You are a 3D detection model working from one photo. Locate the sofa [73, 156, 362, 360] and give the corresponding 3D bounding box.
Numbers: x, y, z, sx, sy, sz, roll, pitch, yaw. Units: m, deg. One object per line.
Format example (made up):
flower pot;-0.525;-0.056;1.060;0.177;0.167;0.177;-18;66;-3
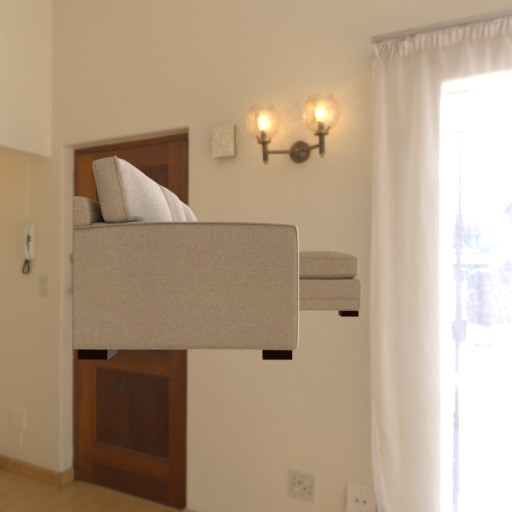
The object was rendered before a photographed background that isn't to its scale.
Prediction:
sofa;0.000;0.000;2.846;1.496;0.861;2.087;0;0;0
